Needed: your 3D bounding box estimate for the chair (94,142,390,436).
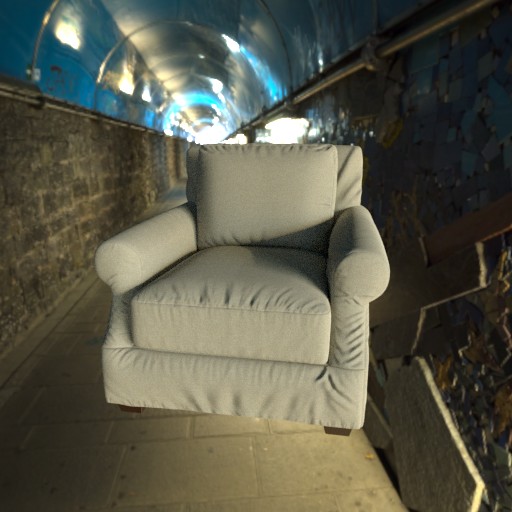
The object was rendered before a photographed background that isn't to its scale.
[{"bbox_3d":[0.000,0.000,1.738,0.940,0.866,1.066,3,14,10],"label":"chair"}]
